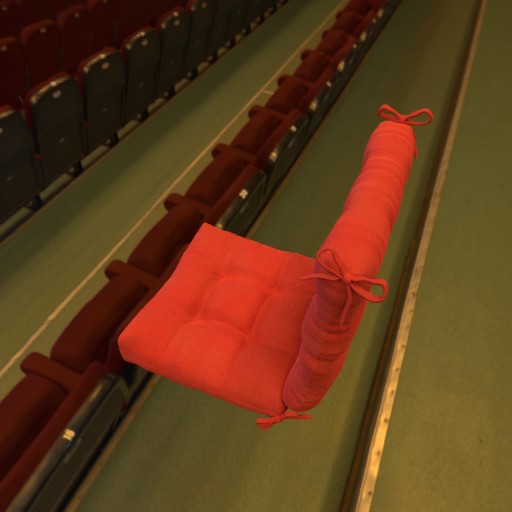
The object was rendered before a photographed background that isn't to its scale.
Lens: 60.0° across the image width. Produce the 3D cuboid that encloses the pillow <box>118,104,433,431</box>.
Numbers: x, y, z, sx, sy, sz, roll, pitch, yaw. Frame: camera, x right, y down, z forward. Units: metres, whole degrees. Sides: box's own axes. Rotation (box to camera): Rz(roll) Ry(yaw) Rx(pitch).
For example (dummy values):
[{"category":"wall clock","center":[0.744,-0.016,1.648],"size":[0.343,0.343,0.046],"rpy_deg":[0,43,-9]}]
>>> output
[{"category":"pillow","center":[0.000,0.000,1.006],"size":[0.571,0.605,0.519],"rpy_deg":[17,49,15]}]
